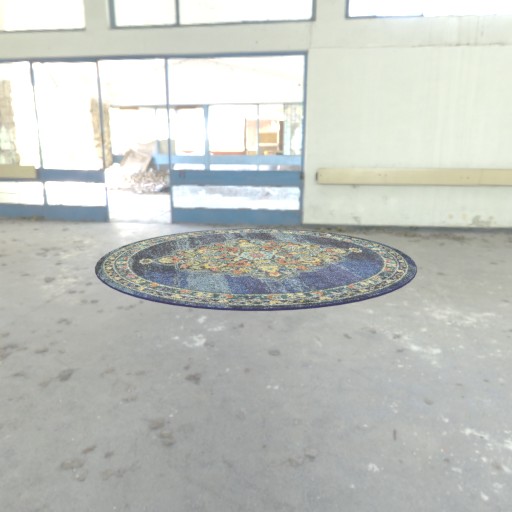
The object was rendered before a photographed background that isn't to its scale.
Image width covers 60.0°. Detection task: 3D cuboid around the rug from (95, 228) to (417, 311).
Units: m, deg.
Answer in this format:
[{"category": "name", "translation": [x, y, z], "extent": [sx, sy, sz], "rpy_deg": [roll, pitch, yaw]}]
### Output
[{"category": "rug", "translation": [0.000, 0.000, 3.478], "extent": [2.386, 0.014, 2.386], "rpy_deg": [0, 14, 0]}]
